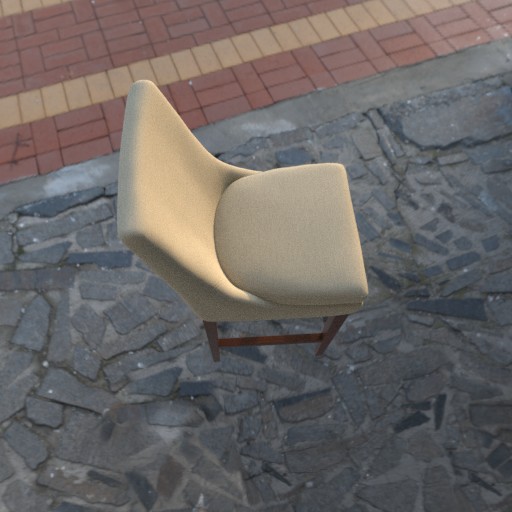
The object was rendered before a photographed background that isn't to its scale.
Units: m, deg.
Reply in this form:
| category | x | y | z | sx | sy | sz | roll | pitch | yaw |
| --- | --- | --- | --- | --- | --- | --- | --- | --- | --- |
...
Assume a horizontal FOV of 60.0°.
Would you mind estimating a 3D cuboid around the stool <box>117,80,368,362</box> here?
| category | x | y | z | sx | sy | sz | roll | pitch | yaw |
| --- | --- | --- | --- | --- | --- | --- | --- | --- | --- |
| stool | 0.000 | 0.000 | 1.400 | 0.577 | 1.078 | 0.470 | -3 | 65 | -2 |
